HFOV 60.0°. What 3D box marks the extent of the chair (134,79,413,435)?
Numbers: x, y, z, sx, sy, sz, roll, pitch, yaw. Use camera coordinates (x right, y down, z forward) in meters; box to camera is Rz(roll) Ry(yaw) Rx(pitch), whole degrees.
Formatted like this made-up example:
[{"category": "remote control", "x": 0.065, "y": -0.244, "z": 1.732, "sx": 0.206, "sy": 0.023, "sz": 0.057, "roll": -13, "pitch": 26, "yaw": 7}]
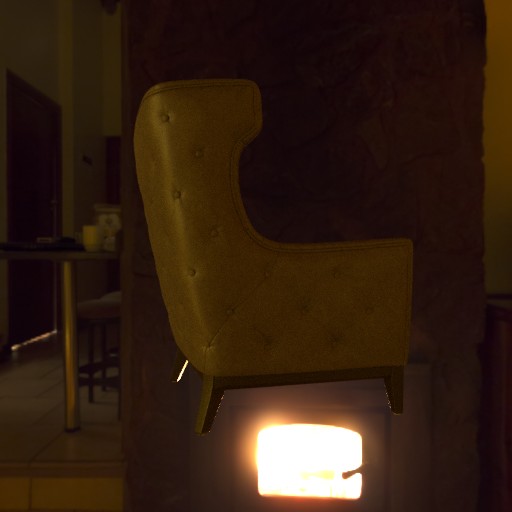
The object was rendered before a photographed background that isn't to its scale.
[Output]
[{"category": "chair", "x": 0.000, "y": 0.000, "z": 1.705, "sx": 0.899, "sy": 1.079, "sz": 0.769, "roll": 0, "pitch": 0, "yaw": -18}]
